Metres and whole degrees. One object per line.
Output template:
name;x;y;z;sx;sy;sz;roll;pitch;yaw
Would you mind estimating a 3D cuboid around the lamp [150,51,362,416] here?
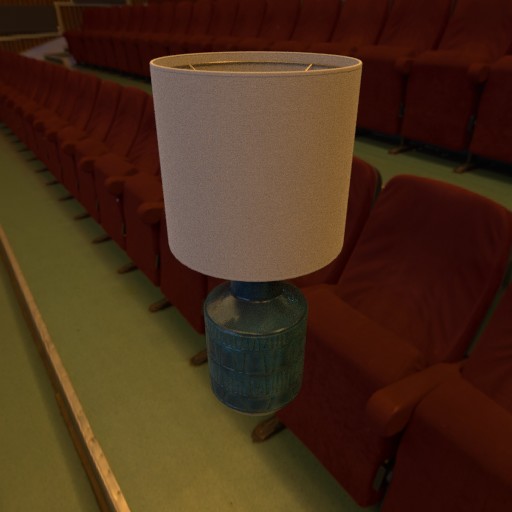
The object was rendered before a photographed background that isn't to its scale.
lamp;0.000;0.000;0.560;0.211;0.455;0.211;-19;34;-31
